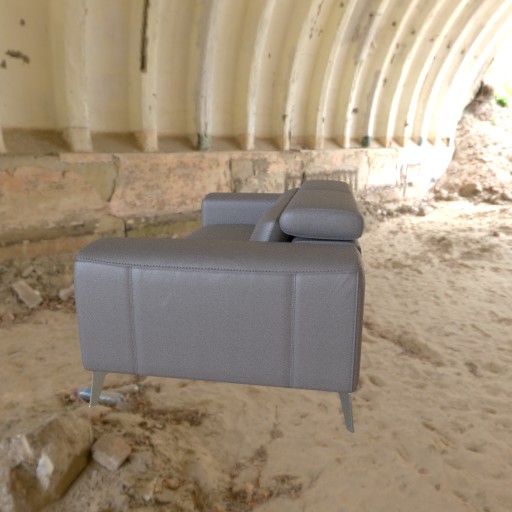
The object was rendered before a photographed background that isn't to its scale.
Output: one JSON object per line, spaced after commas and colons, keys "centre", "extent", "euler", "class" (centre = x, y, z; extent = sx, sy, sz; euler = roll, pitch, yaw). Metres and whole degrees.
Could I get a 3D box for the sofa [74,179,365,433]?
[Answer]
{"centre": [0.000, 0.000, 2.414], "extent": [1.024, 0.753, 1.930], "euler": [2, 15, 9], "class": "sofa"}
